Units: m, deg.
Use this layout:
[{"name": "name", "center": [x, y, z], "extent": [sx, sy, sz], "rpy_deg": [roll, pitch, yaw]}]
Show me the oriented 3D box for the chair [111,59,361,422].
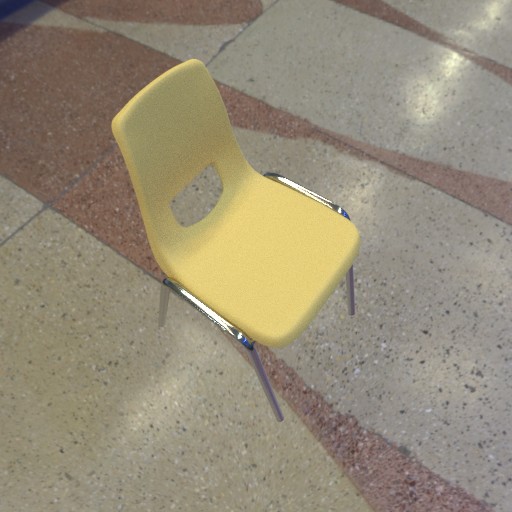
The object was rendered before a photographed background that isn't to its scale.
[{"name": "chair", "center": [0.000, 0.000, 0.967], "extent": [0.436, 0.704, 0.381], "rpy_deg": [32, 64, 18]}]
